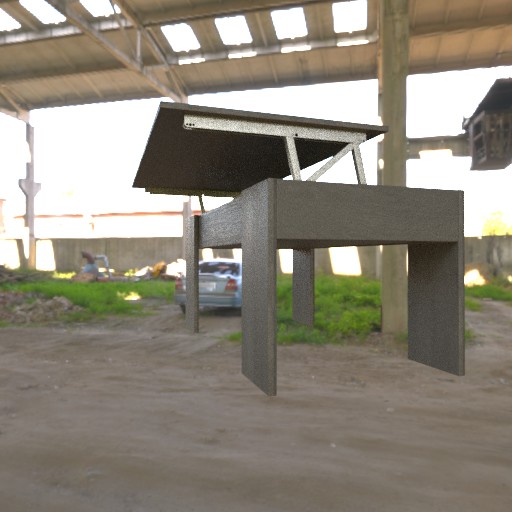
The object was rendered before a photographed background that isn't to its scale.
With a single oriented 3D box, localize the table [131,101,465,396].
[{"bbox_3d":[0.000,0.000,1.405,0.711,0.570,1.000,0,0,-19],"label":"table"}]
